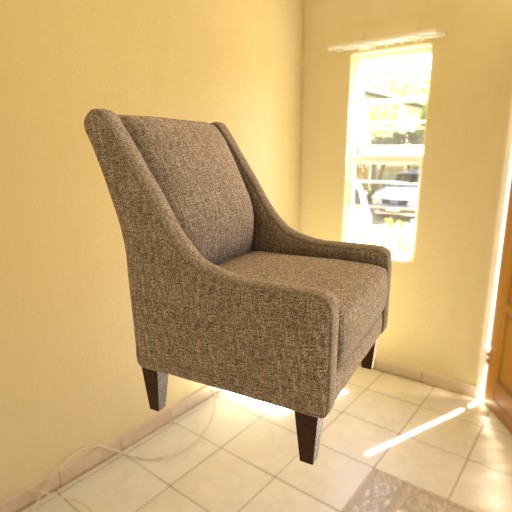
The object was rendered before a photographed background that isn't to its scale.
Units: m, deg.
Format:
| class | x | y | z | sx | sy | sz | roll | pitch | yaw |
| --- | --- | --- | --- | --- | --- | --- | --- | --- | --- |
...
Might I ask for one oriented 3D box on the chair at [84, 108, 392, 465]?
| class | x | y | z | sx | sy | sz | roll | pitch | yaw |
| --- | --- | --- | --- | --- | --- | --- | --- | --- | --- |
| chair | 0.000 | 0.000 | 1.637 | 0.870 | 1.014 | 0.774 | 7 | 15 | 28 |
